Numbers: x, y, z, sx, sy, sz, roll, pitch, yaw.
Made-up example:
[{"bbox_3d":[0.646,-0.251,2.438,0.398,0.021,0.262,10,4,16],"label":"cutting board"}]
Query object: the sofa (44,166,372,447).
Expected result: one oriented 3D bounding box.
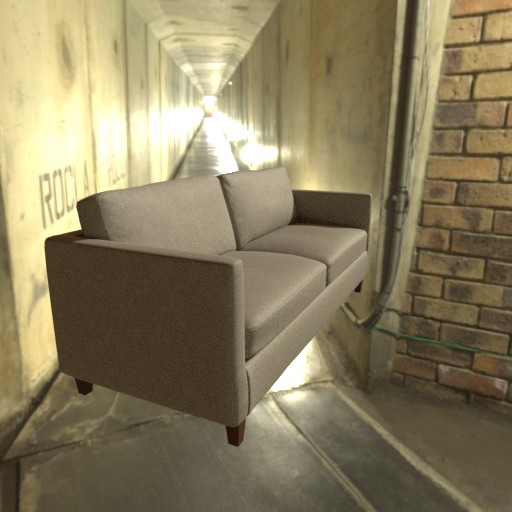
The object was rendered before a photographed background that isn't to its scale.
[{"bbox_3d":[0.000,0.000,2.669,0.956,0.963,2.208,7,16,25],"label":"sofa"}]
